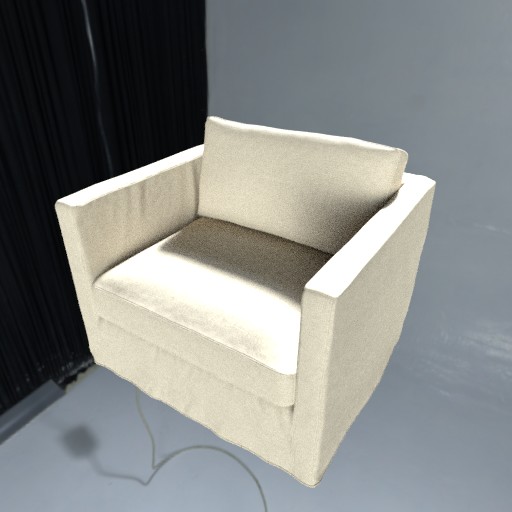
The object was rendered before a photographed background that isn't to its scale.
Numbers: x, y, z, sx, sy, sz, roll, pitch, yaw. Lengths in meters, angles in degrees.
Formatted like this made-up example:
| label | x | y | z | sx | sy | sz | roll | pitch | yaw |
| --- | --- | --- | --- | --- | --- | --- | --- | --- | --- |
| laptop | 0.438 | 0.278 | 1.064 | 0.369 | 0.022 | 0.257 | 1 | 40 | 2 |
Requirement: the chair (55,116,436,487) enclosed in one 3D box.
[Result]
| label | x | y | z | sx | sy | sz | roll | pitch | yaw |
| --- | --- | --- | --- | --- | --- | --- | --- | --- | --- |
| chair | 0.000 | 0.000 | 1.700 | 1.057 | 0.867 | 0.949 | 18 | 35 | 28 |
